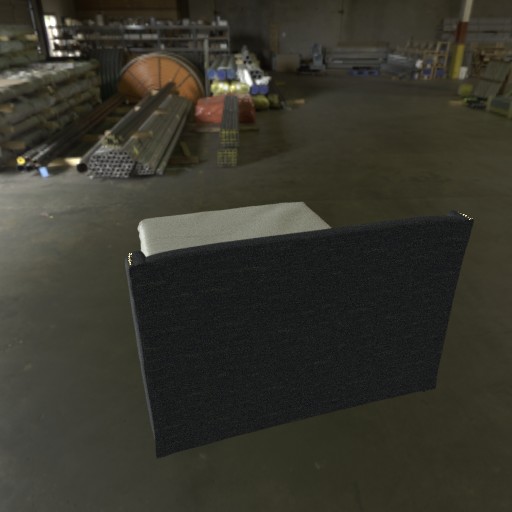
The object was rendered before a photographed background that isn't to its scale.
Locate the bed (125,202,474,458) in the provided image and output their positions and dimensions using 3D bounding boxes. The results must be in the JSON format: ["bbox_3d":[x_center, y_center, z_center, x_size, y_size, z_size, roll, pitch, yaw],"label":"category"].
[{"bbox_3d":[0.000,0.000,3.495,1.925,1.332,2.276,-8,28,-15],"label":"bed"}]
